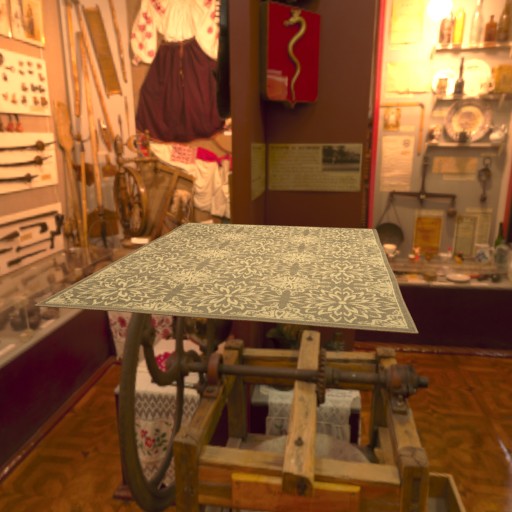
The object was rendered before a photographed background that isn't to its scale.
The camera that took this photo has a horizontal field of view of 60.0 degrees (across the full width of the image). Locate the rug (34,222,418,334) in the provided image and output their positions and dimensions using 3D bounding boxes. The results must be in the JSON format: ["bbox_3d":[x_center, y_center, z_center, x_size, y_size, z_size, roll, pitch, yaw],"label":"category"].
[{"bbox_3d":[0.000,0.000,4.065,2.363,0.012,2.980,3,15,10],"label":"rug"}]
